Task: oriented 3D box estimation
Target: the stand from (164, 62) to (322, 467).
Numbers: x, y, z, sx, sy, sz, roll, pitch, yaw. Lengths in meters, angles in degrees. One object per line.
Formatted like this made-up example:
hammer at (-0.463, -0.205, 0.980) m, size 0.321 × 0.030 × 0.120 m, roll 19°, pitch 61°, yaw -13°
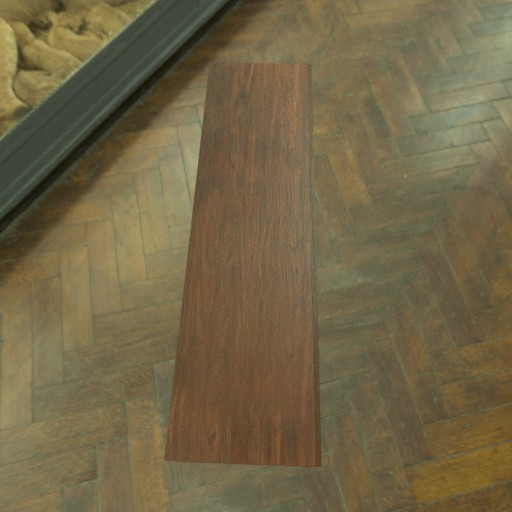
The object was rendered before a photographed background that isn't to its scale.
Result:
stand at (0.000, 0.000, 1.910) m, size 0.481 × 0.610 × 1.626 m, roll 2°, pitch 64°, yaw 1°
